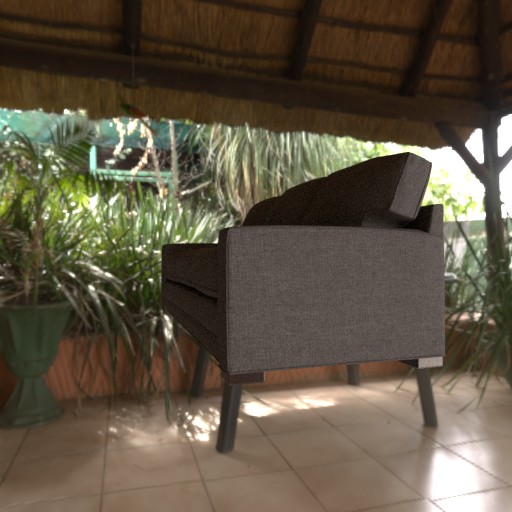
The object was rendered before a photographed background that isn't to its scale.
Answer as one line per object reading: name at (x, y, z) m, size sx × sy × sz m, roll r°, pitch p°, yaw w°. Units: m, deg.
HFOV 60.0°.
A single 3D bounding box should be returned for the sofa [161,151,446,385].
sofa at (0.000, 0.000, 2.911) m, size 1.004 × 0.978 × 2.369 m, roll 0°, pitch 0°, yaw -18°
